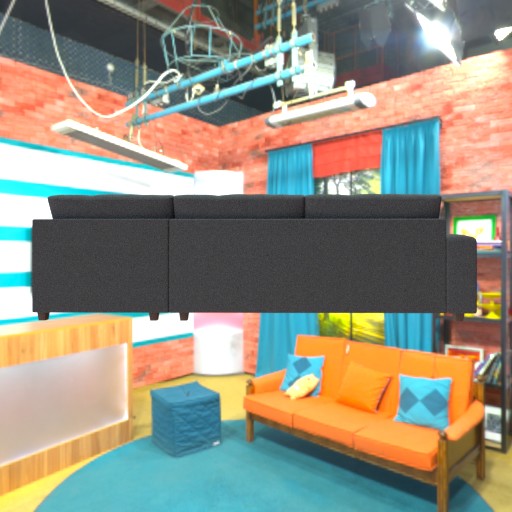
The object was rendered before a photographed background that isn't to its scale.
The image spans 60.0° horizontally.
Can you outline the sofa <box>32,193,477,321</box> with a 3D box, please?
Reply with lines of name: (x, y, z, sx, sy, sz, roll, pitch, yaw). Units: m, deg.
sofa: (0.000, 0.000, 4.700, 3.277, 0.965, 2.895, 0, 0, 1)
